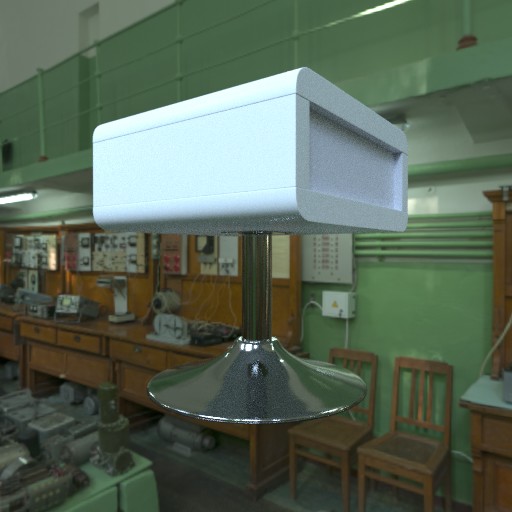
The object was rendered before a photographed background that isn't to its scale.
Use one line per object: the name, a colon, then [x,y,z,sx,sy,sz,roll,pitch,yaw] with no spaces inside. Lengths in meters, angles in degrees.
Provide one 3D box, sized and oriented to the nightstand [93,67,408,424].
nightstand: [0.000,0.000,0.778,0.404,0.447,0.399,0,1,36]
